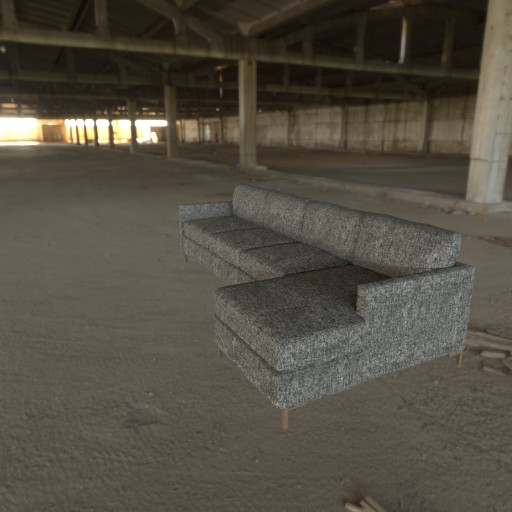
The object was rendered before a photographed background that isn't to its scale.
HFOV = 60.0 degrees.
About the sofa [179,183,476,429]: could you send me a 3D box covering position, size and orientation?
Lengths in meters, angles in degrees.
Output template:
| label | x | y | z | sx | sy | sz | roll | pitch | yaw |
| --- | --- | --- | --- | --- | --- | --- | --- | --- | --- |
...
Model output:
| label | x | y | z | sx | sy | sz | roll | pitch | yaw |
| --- | --- | --- | --- | --- | --- | --- | --- | --- | --- |
| sofa | 0.000 | 0.000 | 4.009 | 1.488 | 0.970 | 3.384 | -8 | 17 | -26 |
